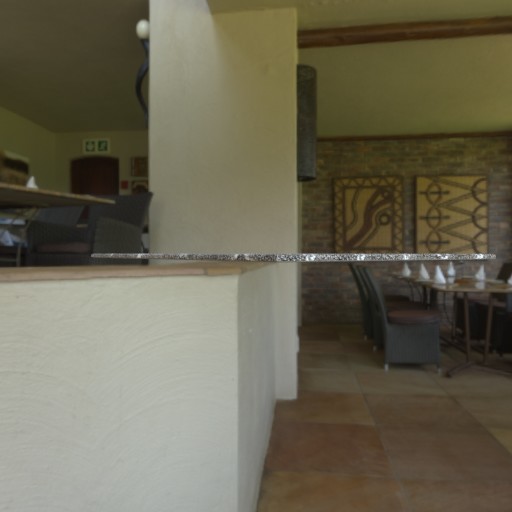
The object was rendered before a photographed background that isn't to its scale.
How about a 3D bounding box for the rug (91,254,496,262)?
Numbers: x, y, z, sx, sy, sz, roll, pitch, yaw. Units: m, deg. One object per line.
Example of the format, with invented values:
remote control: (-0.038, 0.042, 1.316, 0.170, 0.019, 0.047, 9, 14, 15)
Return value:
rug: (0.000, 0.000, 2.990, 1.524, 0.030, 2.438, 0, 0, -35)
